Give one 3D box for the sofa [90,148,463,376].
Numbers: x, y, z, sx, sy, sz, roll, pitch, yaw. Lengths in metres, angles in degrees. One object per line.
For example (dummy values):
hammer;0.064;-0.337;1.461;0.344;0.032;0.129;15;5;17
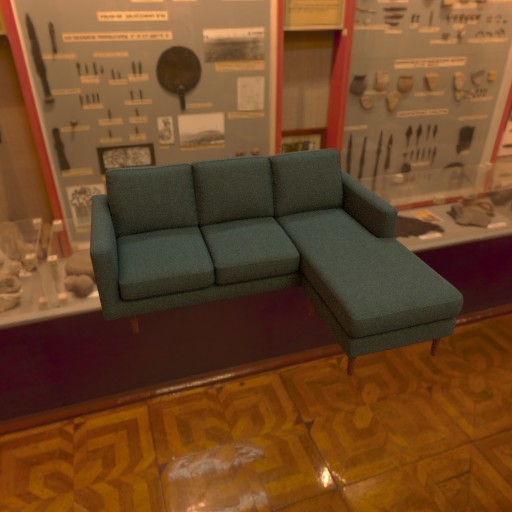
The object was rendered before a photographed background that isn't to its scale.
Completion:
sofa;0.000;0.000;2.982;2.055;0.957;1.667;-9;32;-14
